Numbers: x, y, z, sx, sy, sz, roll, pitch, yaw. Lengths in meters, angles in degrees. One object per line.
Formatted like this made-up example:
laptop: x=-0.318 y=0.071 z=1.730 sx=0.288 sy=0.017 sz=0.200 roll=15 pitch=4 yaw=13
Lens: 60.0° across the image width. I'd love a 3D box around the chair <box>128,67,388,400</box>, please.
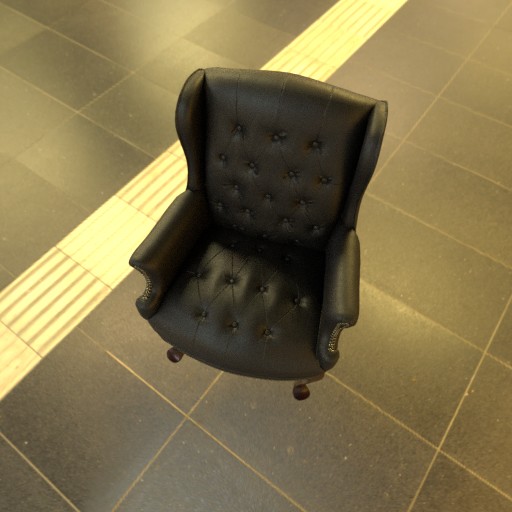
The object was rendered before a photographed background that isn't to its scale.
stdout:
chair: x=0.000 y=0.000 z=1.722 sx=0.831 sy=1.133 sz=0.822 roll=14 pitch=59 yaw=9
